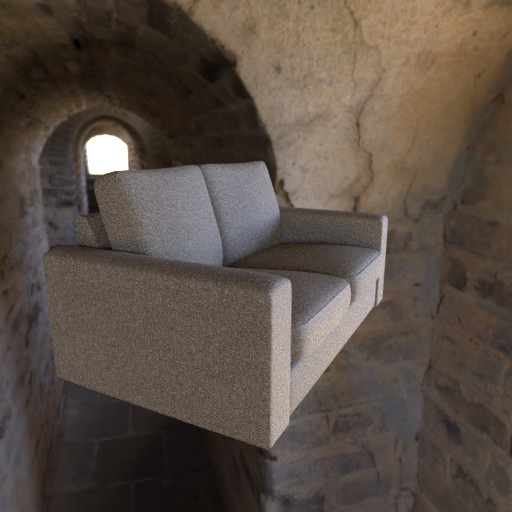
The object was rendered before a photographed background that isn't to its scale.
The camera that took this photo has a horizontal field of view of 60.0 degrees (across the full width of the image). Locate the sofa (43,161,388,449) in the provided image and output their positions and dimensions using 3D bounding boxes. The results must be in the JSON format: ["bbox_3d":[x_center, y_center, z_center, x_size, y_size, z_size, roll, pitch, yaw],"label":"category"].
[{"bbox_3d":[0.000,0.000,2.186,1.016,0.873,1.616,7,16,27],"label":"sofa"}]
